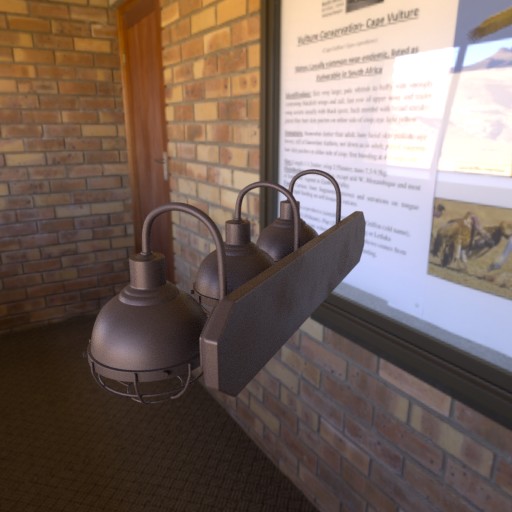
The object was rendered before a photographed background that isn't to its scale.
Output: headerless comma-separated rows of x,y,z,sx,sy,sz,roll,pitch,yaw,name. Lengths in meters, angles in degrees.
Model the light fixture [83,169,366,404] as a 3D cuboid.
0.000,0.000,0.751,0.229,0.254,0.634,8,18,25,light fixture
